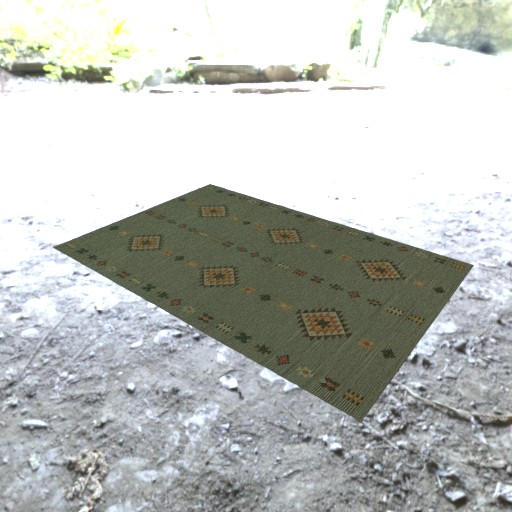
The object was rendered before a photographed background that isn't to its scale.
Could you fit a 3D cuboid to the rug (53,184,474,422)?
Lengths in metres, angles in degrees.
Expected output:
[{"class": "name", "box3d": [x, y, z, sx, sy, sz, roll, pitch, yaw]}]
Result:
[{"class": "rug", "box3d": [0.000, 0.000, 2.295, 1.818, 0.005, 1.217, 22, 36, 33]}]
